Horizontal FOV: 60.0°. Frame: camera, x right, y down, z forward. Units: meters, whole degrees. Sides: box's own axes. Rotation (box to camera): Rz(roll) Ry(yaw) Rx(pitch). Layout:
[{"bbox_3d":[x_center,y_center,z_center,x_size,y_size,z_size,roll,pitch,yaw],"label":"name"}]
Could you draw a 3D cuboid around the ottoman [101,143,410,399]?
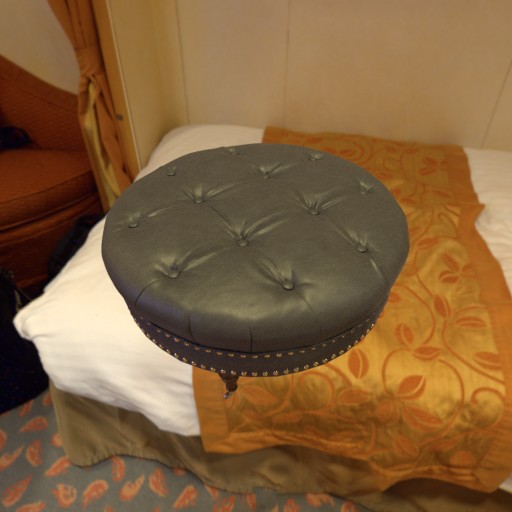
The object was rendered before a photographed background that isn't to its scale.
[{"bbox_3d":[0.000,0.000,1.428,0.901,0.439,0.901,0,41,0],"label":"ottoman"}]
